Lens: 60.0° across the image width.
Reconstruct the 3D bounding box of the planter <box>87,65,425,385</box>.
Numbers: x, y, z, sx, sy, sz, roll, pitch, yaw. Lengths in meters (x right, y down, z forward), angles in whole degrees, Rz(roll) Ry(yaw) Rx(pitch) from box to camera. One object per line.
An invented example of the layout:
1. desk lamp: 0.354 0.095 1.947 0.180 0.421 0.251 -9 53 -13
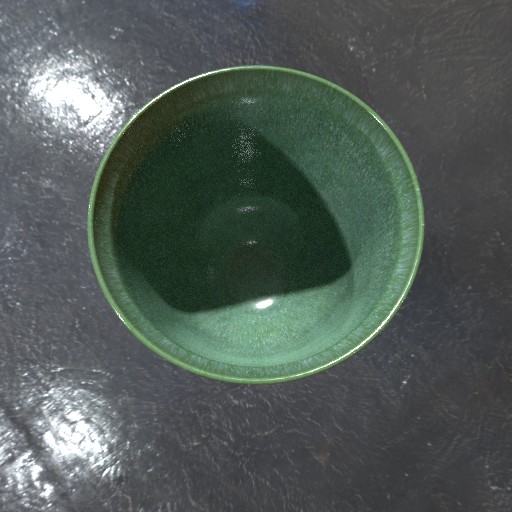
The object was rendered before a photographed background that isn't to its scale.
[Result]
1. planter: 0.000 0.000 0.359 0.195 0.214 0.195 0 75 0
